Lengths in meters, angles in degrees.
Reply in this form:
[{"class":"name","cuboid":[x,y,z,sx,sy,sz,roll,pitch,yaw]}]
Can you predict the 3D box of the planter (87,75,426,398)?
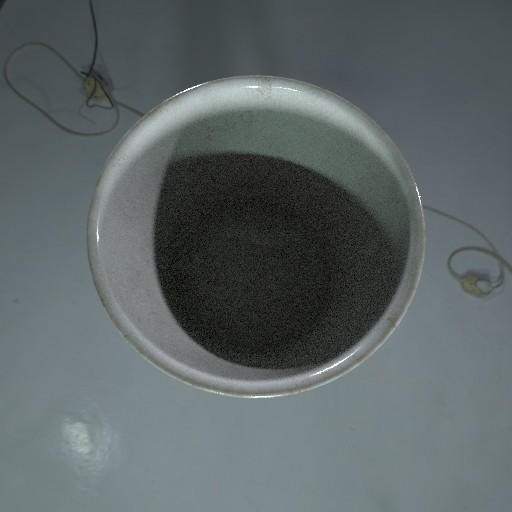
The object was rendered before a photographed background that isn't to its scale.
[{"class":"planter","cuboid":[0.000,0.000,0.216,0.126,0.104,0.126,0,75,0]}]
